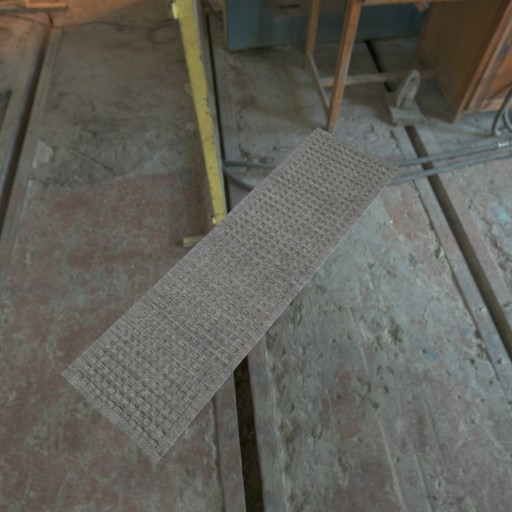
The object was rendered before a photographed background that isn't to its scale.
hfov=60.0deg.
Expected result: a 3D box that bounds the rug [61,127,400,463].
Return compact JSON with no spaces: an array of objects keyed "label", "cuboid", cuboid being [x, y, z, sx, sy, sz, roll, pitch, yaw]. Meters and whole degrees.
[{"label":"rug","cuboid":[0.000,0.000,2.736,0.706,0.009,2.443,33,62,20]}]
